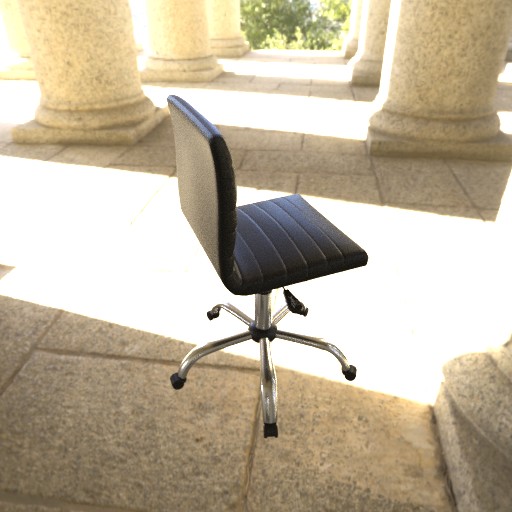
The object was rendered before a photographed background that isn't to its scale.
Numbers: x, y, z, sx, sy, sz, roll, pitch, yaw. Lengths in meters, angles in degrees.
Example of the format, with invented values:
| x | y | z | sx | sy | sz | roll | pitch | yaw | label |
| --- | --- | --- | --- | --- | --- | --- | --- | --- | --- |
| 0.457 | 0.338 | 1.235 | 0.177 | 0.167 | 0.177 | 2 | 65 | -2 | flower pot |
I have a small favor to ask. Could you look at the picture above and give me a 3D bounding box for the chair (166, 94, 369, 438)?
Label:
| x | y | z | sx | sy | sz | roll | pitch | yaw | label |
| --- | --- | --- | --- | --- | --- | --- | --- | --- | --- |
| 0.000 | 0.000 | 1.175 | 0.530 | 0.780 | 0.556 | -11 | 33 | -18 | chair |
